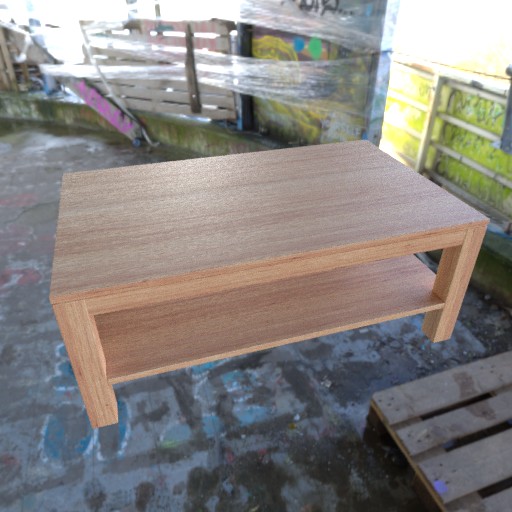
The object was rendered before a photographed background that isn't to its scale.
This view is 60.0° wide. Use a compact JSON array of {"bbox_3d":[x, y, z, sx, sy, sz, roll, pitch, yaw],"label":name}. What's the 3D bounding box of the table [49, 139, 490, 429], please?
[{"bbox_3d":[0.000,0.000,1.490,1.146,0.457,0.695,-10,35,-15],"label":"table"}]
